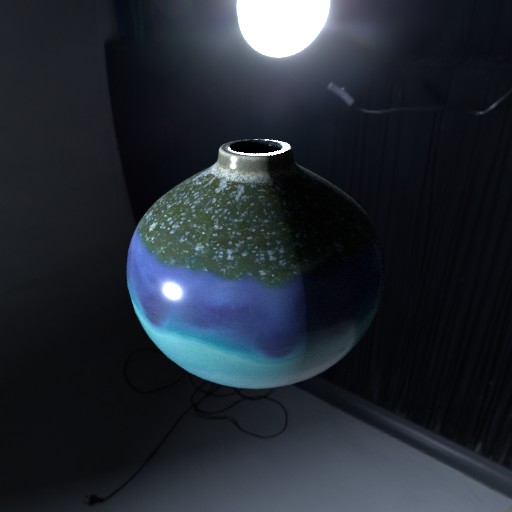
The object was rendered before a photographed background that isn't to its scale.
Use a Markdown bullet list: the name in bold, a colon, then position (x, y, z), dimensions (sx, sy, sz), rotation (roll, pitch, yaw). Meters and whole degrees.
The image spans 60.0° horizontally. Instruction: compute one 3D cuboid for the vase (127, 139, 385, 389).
- **vase**: position (0.000, 0.000, 0.271), dimensions (0.154, 0.133, 0.154), rotation (0, 27, 0)
